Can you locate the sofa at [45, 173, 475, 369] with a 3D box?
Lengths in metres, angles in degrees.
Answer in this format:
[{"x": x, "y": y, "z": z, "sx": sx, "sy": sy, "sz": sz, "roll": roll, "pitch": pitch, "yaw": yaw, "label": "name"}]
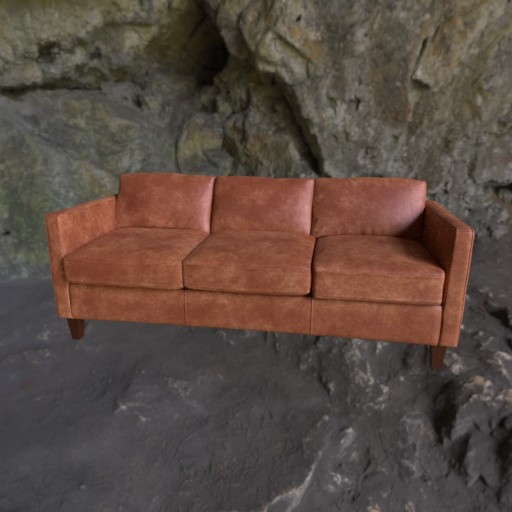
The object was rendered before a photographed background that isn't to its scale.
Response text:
[{"x": 0.000, "y": 0.000, "z": 2.972, "sx": 2.464, "sy": 1.006, "sz": 1.045, "roll": 3, "pitch": 16, "yaw": 9, "label": "sofa"}]
